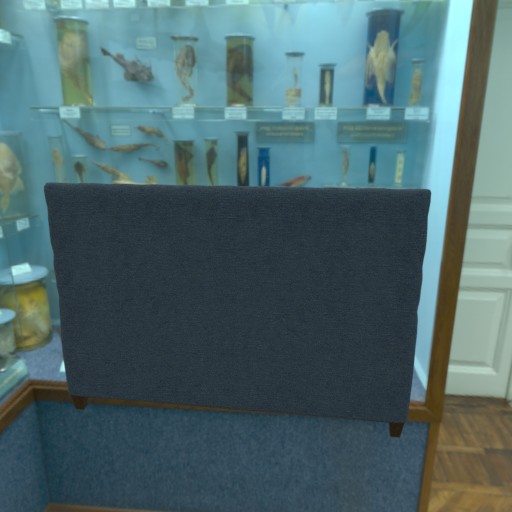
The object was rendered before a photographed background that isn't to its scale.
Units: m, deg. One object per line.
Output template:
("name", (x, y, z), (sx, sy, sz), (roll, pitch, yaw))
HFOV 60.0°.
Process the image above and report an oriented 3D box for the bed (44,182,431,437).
("bed", (0.000, 0.000, 3.595), (2.078, 1.427, 2.387), (2, 17, 7))
